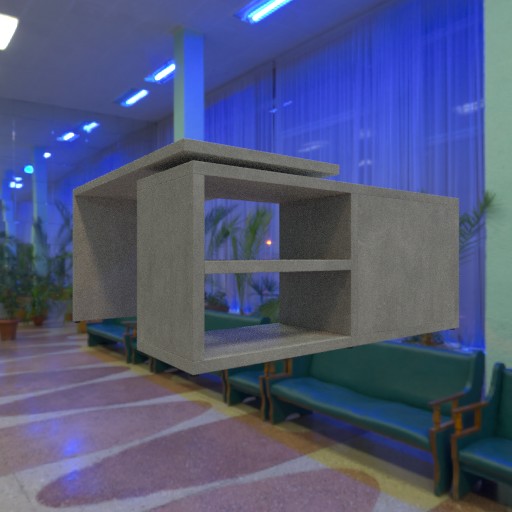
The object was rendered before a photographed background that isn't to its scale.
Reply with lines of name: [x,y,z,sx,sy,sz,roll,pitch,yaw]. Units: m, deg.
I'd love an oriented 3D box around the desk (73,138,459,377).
desk: [0.000,0.000,2.344,1.500,0.740,1.400,0,0,-36]
